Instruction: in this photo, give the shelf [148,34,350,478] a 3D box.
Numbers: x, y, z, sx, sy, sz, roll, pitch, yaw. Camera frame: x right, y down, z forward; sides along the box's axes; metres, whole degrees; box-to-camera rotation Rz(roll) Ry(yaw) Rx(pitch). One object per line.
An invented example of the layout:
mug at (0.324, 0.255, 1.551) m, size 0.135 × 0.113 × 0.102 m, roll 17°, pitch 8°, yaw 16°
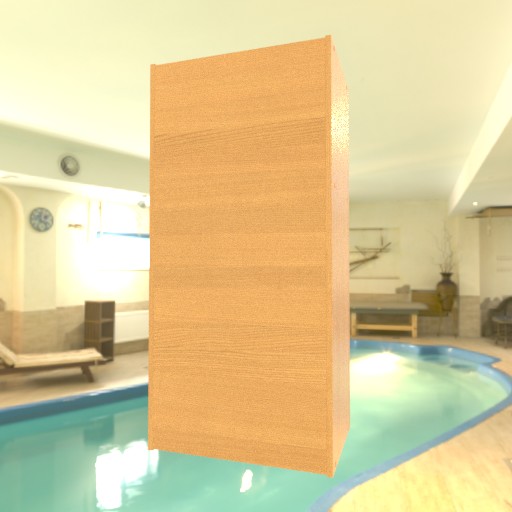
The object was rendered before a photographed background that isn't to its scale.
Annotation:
shelf at (0.000, 0.000, 1.080) m, size 0.417 × 0.876 × 0.292 m, roll 0°, pitch -1°, yaw 18°
